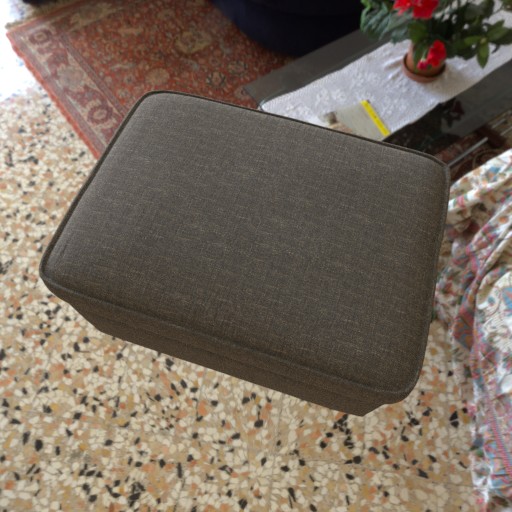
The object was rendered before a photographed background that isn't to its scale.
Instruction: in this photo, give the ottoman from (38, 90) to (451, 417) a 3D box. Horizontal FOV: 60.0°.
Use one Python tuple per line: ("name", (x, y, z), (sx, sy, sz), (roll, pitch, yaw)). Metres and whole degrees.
("ottoman", (0.000, 0.000, 1.064), (0.749, 0.450, 0.549), (16, 65, 8))
